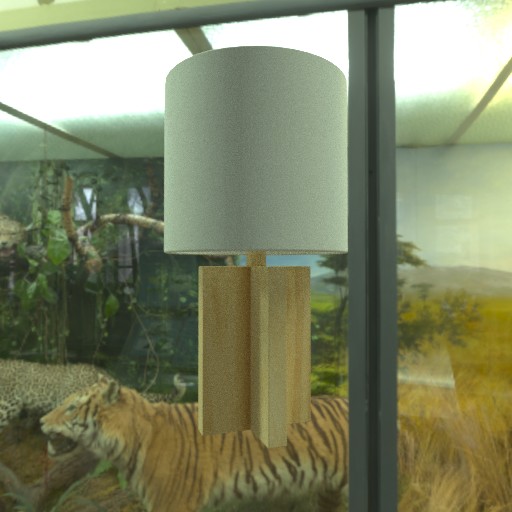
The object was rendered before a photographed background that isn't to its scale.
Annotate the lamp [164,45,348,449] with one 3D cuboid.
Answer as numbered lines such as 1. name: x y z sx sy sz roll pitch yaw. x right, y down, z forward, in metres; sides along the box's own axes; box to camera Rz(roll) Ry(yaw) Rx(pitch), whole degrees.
1. lamp: 0.000 0.000 0.563 0.229 0.428 0.229 0 -1 -20
